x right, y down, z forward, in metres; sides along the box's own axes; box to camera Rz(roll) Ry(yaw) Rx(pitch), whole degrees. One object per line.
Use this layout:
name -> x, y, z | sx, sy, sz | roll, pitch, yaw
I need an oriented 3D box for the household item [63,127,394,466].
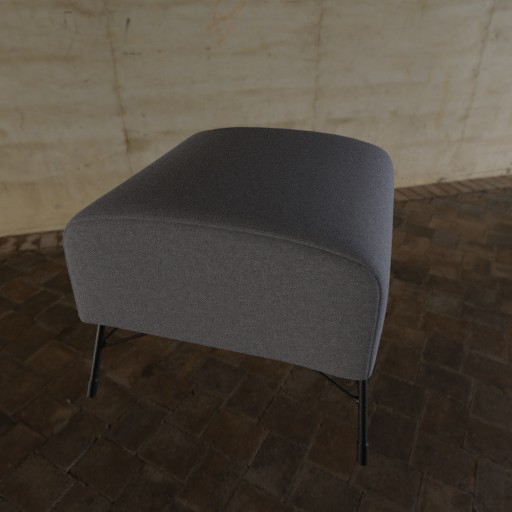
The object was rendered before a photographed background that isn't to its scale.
household item -> 0.000, 0.000, 0.898 | 0.530, 0.410, 0.530 | 8, 32, 14
